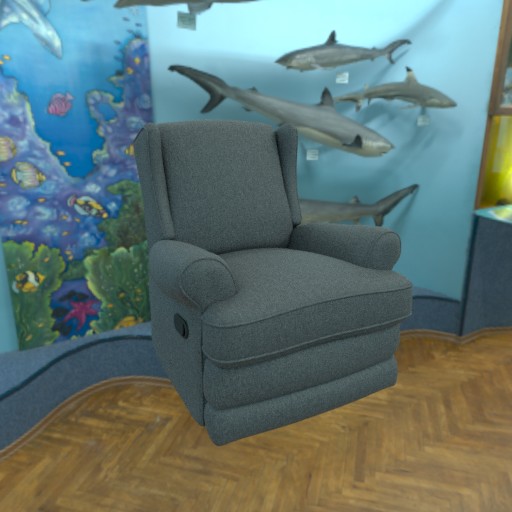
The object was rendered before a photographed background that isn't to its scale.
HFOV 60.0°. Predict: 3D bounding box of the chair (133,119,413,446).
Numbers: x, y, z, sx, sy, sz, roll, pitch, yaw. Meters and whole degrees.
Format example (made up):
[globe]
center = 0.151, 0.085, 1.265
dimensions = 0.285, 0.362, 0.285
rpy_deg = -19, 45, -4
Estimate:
[chair]
center = 0.000, 0.000, 1.704
dimensions = 0.847, 1.011, 0.969
rpy_deg = -8, 18, -26
